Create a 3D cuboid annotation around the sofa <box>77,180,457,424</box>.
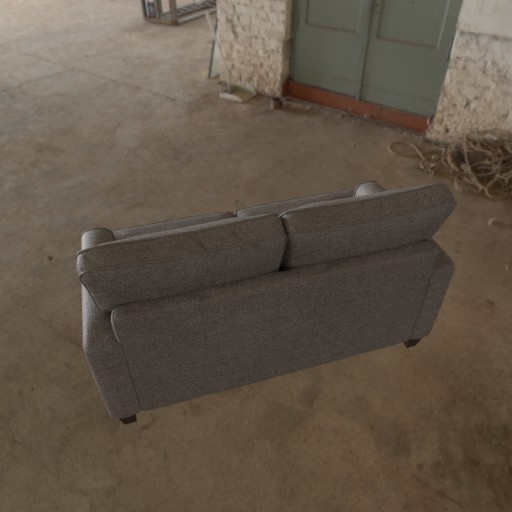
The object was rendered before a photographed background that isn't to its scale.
[{"bbox_3d":[0.000,0.000,2.229,1.651,0.965,0.965,-11,42,-13],"label":"sofa"}]
